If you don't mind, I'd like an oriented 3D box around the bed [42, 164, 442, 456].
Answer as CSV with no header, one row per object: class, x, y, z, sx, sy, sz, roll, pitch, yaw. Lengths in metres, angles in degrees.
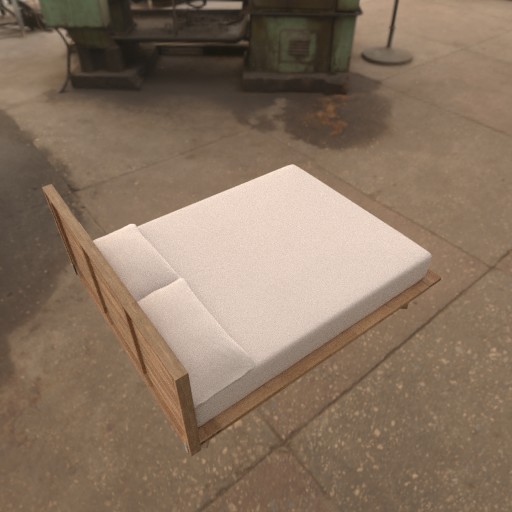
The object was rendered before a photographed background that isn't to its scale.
bed,0.000,0.000,3.162,2.145,1.071,1.759,-27,49,-26
